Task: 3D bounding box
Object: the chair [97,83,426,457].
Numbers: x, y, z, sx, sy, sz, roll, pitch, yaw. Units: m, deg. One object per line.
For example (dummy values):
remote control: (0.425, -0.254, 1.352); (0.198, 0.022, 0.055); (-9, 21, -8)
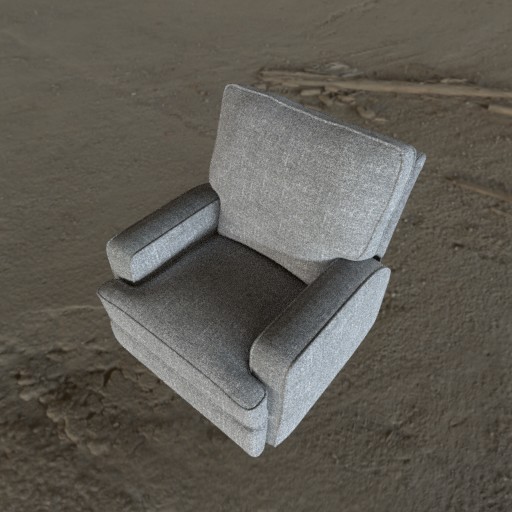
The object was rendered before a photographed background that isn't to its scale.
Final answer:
chair: (0.000, 0.000, 1.677); (0.861, 0.962, 0.964); (30, 52, 27)
